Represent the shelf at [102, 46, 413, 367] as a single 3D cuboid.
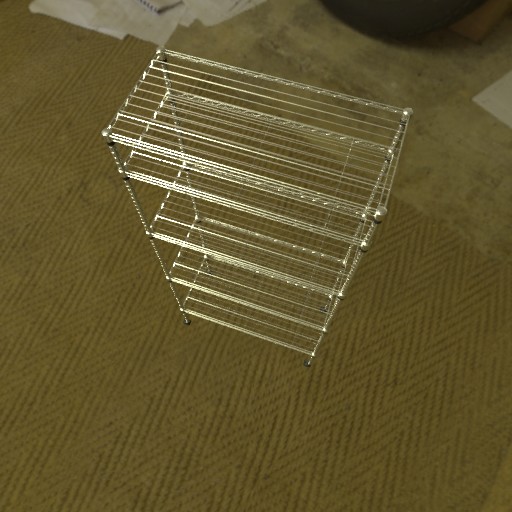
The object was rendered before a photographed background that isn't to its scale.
[{"bbox_3d":[0.000,0.000,1.861,0.762,1.587,0.356,18,65,9],"label":"shelf"}]
